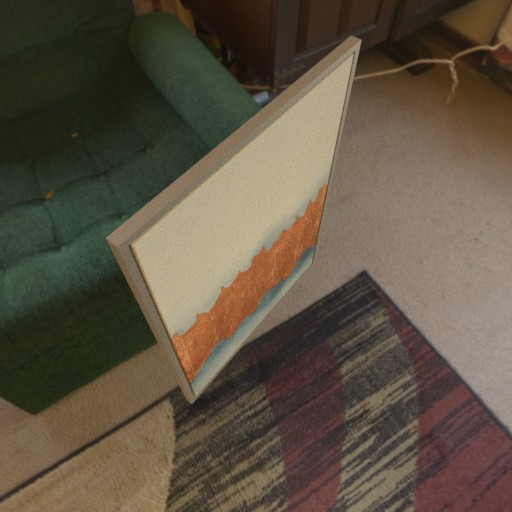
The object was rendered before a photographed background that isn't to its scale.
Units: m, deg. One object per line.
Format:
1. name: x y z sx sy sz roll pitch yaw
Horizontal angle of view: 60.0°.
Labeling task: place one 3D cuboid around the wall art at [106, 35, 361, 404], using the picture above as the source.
1. wall art: 0.000 0.000 1.368 0.034 1.042 0.789 34 64 20
